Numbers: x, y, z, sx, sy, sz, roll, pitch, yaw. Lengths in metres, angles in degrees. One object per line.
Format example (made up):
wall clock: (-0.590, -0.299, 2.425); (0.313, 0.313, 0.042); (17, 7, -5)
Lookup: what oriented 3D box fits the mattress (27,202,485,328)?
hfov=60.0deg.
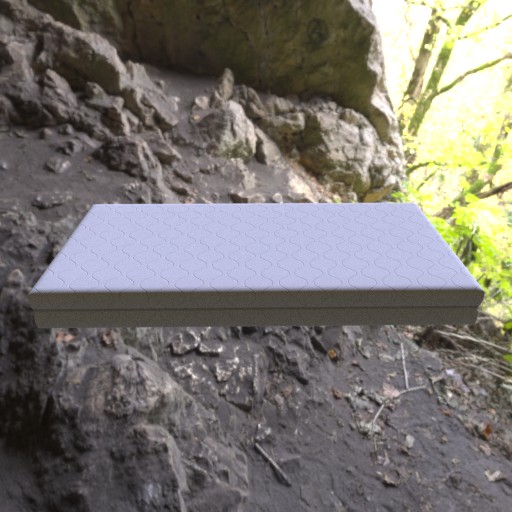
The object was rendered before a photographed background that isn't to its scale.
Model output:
mattress: (0.000, 0.000, 2.255); (1.900, 0.200, 0.900); (0, 31, -1)
